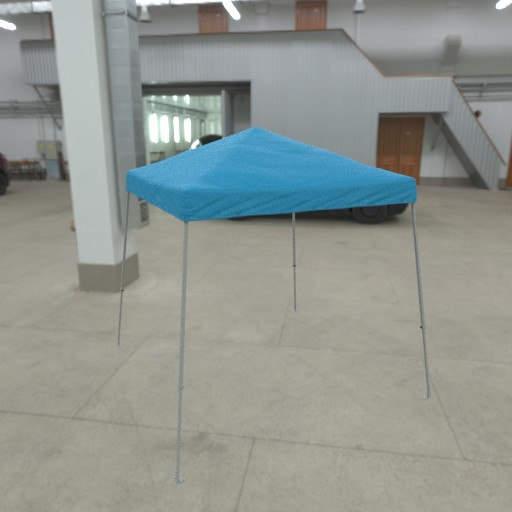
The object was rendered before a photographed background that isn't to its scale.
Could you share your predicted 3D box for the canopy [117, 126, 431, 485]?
[{"bbox_3d":[0.000,0.000,5.084,2.850,2.850,2.849,-7,16,-25],"label":"canopy"}]
